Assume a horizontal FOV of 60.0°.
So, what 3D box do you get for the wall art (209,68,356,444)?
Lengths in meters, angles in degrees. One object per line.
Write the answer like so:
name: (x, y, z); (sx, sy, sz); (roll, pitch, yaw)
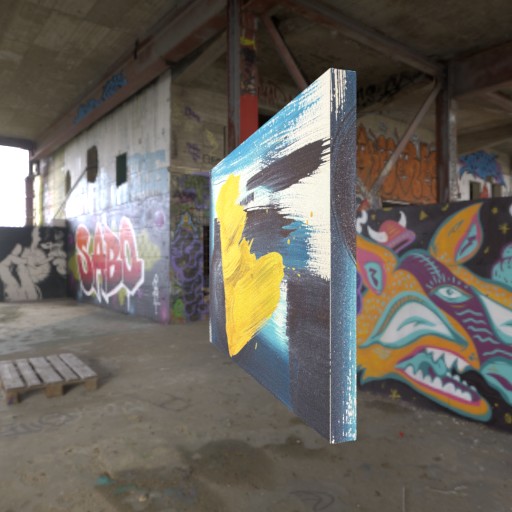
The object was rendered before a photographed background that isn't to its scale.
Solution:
wall art: (0.000, 0.000, 0.772); (0.033, 0.406, 0.609); (0, 0, -18)
